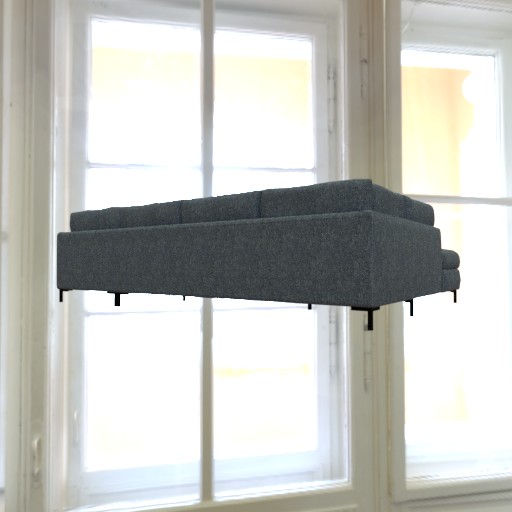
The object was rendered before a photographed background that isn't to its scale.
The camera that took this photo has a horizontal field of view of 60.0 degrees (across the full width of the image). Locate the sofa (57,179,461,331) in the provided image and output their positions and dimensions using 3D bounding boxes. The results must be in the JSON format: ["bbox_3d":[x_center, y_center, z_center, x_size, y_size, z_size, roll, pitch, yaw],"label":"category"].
[{"bbox_3d":[0.000,0.000,3.607,2.737,0.756,1.879,-1,-1,36],"label":"sofa"}]
